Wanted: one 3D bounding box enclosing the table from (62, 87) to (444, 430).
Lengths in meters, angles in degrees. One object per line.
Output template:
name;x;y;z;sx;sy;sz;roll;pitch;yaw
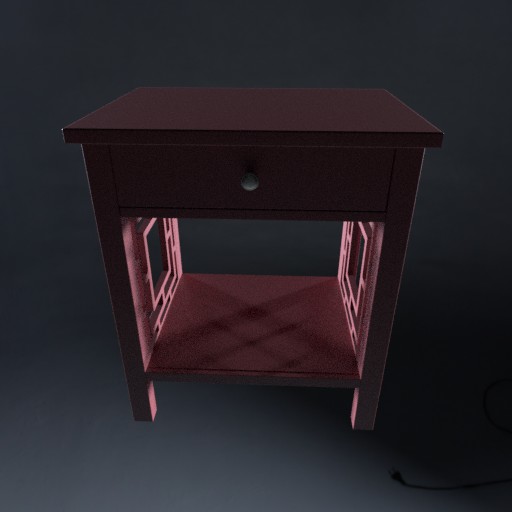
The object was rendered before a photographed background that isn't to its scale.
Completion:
table;0.000;0.000;1.048;0.599;0.686;0.451;1;29;2
